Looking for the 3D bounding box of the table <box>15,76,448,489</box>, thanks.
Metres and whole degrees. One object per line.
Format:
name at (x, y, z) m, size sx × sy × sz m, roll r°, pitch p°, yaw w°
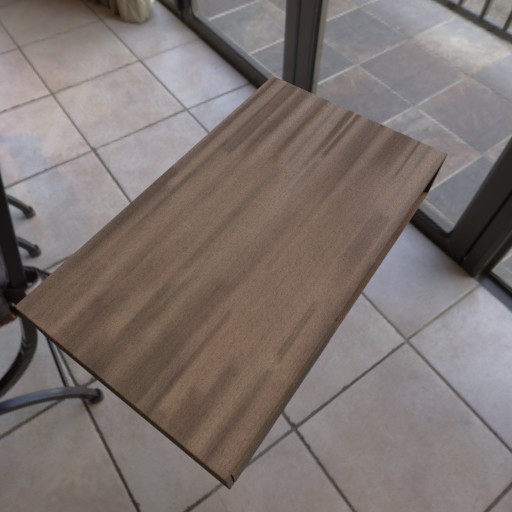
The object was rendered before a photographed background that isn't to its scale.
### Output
table at (0.000, 0.000, 1.341) m, size 0.643 × 0.347 × 1.088 m, roll 31°, pitch 63°, yaw 18°
